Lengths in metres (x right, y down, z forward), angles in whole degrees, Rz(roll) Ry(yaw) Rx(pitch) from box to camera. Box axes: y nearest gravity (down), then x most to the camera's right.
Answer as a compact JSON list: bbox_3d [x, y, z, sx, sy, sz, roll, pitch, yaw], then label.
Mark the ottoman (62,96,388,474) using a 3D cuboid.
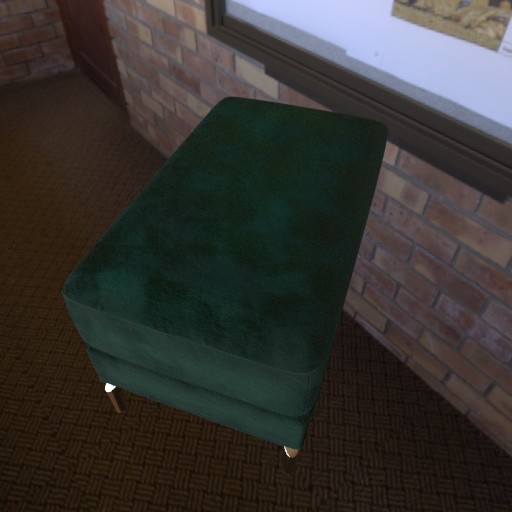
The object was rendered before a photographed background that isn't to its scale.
[{"bbox_3d":[0.000,0.000,1.234,0.536,0.533,0.886,14,48,13],"label":"ottoman"}]
